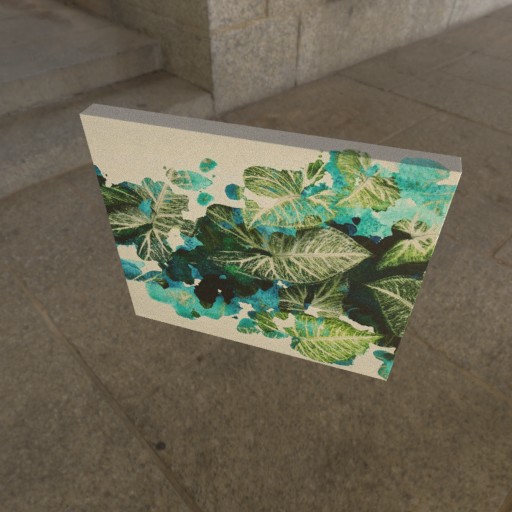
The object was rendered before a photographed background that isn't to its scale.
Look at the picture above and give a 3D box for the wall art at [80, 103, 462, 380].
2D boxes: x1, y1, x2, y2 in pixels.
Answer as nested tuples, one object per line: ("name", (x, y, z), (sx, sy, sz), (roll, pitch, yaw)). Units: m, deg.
("wall art", (0.000, 0.000, 0.725), (0.507, 0.435, 0.041), (12, 44, 13))
